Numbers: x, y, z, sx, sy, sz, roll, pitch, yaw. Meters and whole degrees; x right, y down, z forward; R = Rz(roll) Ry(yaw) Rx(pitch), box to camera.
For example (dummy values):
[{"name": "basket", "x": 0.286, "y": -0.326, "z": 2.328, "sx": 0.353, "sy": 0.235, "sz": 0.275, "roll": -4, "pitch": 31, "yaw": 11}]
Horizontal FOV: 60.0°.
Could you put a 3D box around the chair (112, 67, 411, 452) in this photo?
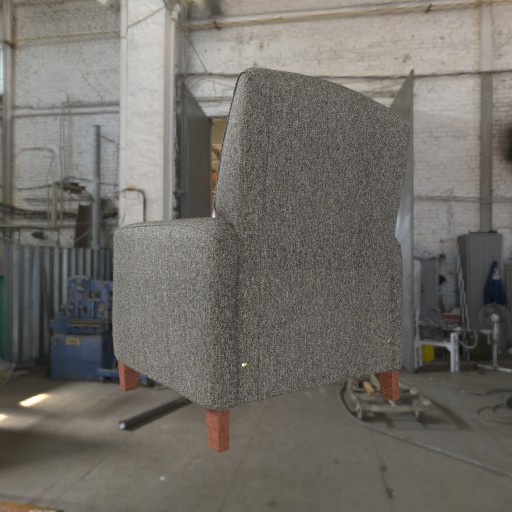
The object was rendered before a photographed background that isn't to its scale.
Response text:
[{"name": "chair", "x": 0.000, "y": 0.000, "z": 1.628, "sx": 0.848, "sy": 1.014, "sz": 0.864, "roll": 1, "pitch": -1, "yaw": -36}]
